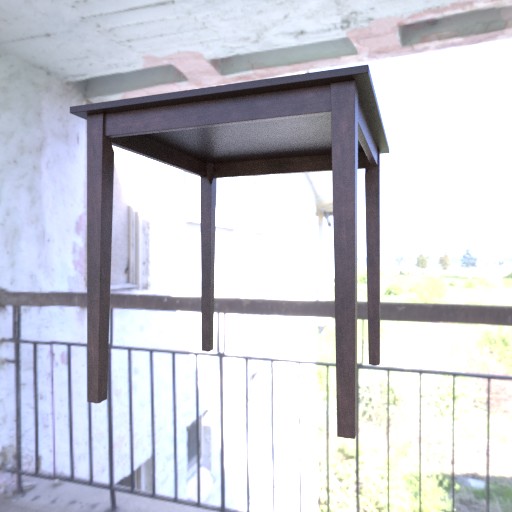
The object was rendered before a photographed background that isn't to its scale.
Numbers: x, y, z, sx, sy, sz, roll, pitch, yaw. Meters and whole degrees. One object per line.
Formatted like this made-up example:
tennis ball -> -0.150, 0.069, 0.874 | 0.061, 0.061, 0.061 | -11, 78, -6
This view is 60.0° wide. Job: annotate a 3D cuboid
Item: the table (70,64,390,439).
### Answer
table -> 0.000, 0.000, 1.366 | 0.749, 0.770, 0.749 | 0, 0, 20
